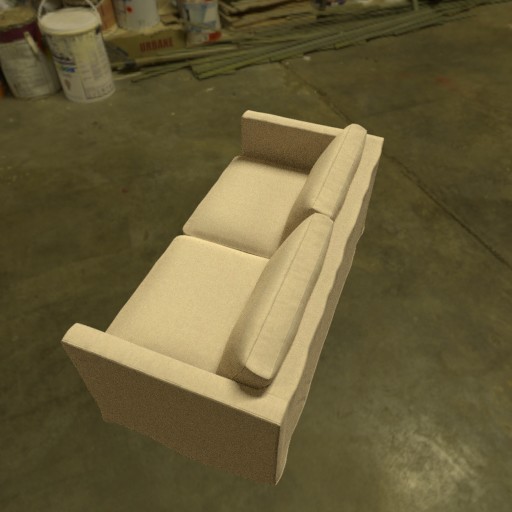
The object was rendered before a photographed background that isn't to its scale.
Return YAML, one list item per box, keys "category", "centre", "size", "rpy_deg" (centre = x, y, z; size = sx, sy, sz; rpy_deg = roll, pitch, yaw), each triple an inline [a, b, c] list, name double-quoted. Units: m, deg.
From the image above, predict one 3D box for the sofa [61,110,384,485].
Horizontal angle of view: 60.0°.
- category: "sofa"
  centre: [0.000, 0.000, 2.434]
  size: [0.962, 0.835, 1.959]
  rpy_deg: [16, 49, 15]
